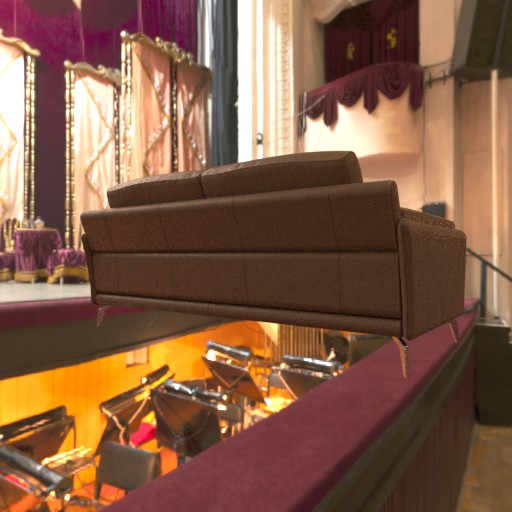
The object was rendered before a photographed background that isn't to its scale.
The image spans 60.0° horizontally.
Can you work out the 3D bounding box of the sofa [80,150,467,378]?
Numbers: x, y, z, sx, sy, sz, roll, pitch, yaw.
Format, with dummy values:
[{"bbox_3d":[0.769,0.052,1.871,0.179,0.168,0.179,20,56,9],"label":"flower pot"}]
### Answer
[{"bbox_3d":[0.000,0.000,2.618,2.101,0.930,1.049,0,0,37],"label":"sofa"}]
